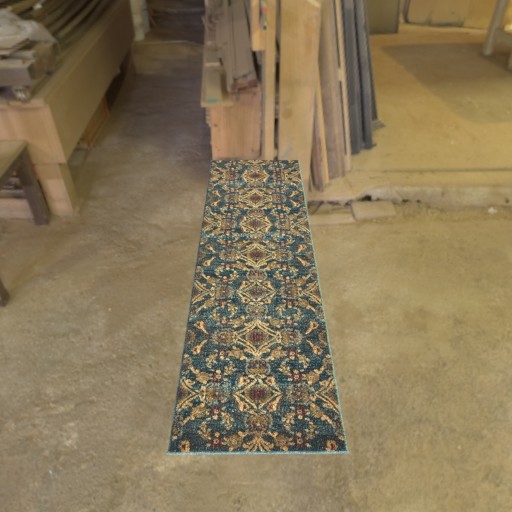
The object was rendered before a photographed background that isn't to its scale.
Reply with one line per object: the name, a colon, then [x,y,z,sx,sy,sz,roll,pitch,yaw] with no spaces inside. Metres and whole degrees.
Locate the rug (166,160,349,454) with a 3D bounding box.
rug: [0.000,0.000,2.529,0.685,0.014,2.292,0,40,0]
